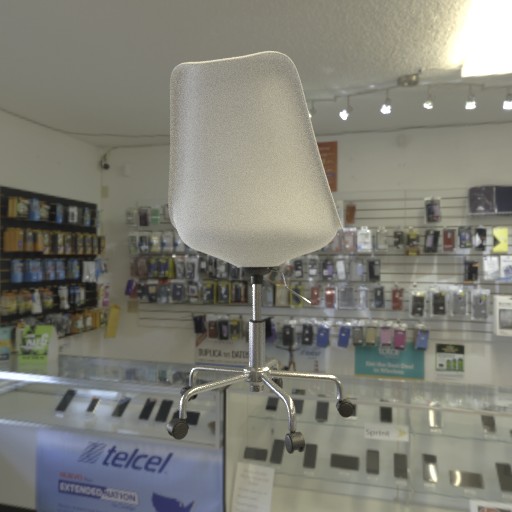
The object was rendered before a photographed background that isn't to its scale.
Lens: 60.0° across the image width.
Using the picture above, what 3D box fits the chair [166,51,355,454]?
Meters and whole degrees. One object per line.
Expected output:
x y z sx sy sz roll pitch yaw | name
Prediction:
0.000 0.000 1.284 0.550 0.930 0.550 0 0 17 | chair
